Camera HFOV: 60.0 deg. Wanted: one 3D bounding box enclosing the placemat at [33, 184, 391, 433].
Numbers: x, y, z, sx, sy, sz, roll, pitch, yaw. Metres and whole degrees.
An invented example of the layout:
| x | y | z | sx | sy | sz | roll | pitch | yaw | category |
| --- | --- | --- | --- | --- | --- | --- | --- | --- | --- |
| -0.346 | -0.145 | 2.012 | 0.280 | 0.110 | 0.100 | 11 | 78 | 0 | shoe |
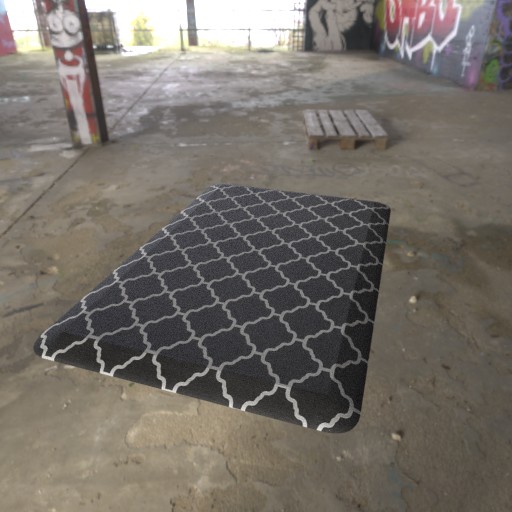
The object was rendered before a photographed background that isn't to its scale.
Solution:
| x | y | z | sx | sy | sz | roll | pitch | yaw | category |
| --- | --- | --- | --- | --- | --- | --- | --- | --- | --- |
| 0.000 | 0.000 | 0.923 | 0.508 | 0.021 | 0.762 | 9 | 31 | 16 | placemat |
